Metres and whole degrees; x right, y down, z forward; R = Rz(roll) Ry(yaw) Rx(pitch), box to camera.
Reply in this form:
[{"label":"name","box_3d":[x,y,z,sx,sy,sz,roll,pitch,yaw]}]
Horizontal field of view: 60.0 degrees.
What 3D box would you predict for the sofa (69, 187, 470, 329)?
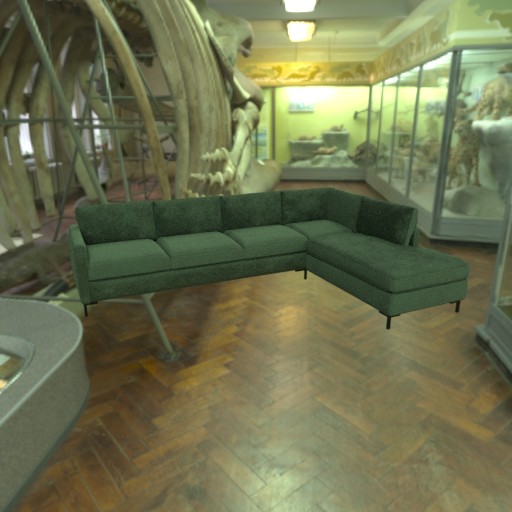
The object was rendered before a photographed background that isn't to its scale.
[{"label":"sofa","box_3d":[0.000,0.000,3.262,2.486,0.687,1.707,-8,19,-24]}]
